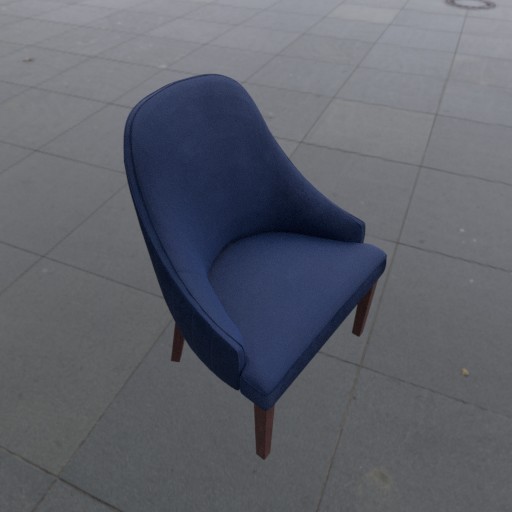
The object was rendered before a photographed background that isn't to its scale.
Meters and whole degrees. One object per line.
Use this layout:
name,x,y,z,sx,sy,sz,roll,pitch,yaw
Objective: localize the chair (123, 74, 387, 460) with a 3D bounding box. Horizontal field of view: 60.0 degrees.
chair,0.000,0.000,1.301,0.575,0.889,0.643,28,49,27
